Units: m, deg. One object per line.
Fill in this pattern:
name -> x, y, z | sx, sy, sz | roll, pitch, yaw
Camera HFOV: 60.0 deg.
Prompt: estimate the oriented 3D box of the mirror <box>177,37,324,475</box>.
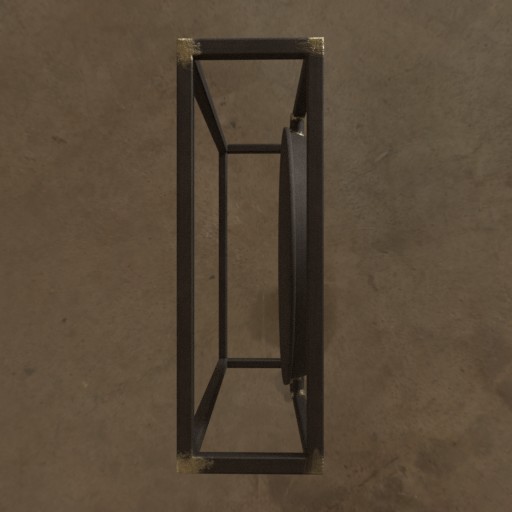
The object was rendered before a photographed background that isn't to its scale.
mirror -> 0.000, 0.000, 0.462 | 0.107, 0.303, 0.306 | 0, 90, 1
